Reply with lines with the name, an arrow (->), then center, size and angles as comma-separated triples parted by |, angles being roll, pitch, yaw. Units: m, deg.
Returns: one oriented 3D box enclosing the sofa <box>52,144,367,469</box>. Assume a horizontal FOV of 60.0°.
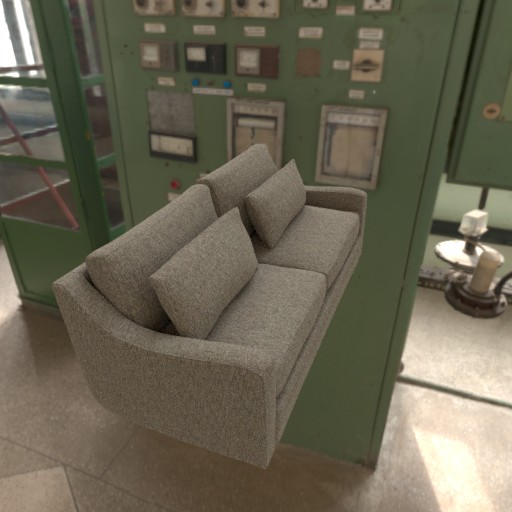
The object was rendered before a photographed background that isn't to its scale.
sofa -> 0.000, 0.000, 3.016 | 1.103, 0.998, 2.418 | 11, 31, 20
